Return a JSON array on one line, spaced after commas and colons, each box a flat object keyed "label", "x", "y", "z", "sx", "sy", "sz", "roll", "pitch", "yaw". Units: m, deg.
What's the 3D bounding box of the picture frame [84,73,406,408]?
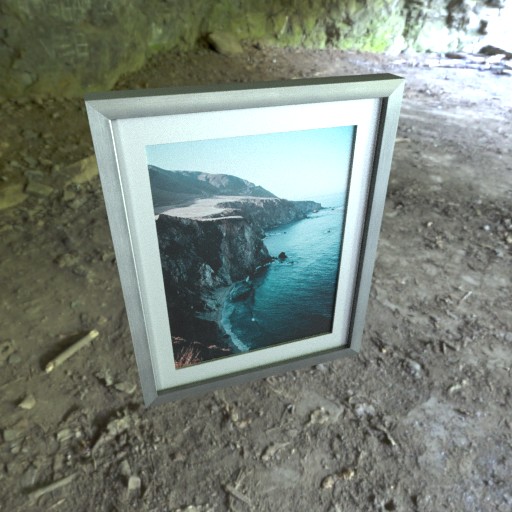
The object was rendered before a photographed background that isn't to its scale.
[{"label": "picture frame", "x": 0.000, "y": 0.000, "z": 0.757, "sx": 0.449, "sy": 0.555, "sz": 0.046, "roll": -10, "pitch": 33, "yaw": -15}]
